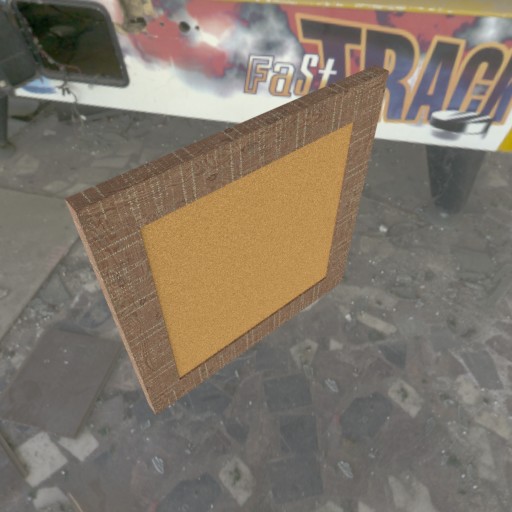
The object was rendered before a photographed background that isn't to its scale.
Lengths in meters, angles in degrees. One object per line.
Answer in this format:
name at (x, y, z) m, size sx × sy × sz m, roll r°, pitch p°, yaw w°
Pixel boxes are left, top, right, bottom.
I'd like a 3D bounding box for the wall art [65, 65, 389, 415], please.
wall art at (0.000, 0.000, 0.797) m, size 0.531 × 0.531 × 0.029 m, roll -31°, pitch 55°, yaw -26°
